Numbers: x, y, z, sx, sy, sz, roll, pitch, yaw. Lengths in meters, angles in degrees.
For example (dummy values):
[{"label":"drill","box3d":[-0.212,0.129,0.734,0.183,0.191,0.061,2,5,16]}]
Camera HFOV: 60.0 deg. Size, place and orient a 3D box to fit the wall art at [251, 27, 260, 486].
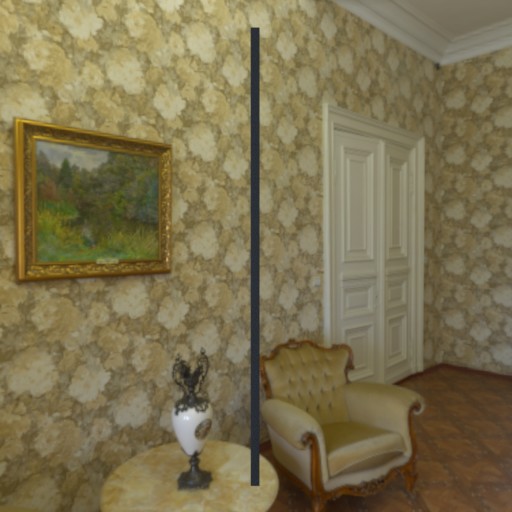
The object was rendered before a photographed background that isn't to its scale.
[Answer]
[{"label":"wall art","box3d":[0.000,0.000,0.868,0.013,0.660,0.460,0,1,0]}]
